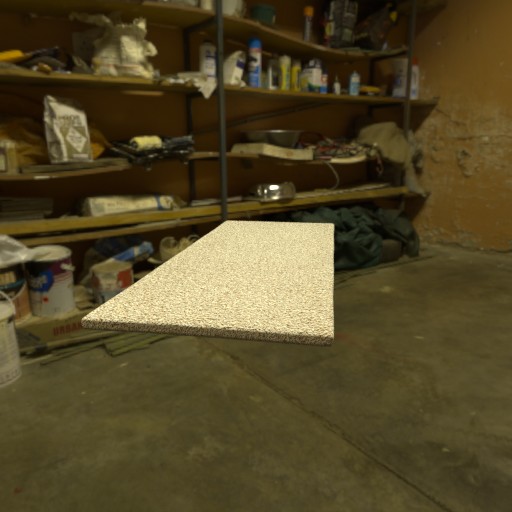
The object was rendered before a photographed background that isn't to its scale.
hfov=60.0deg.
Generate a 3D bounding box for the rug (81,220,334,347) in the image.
[{"bbox_3d":[0.000,0.000,1.755,0.609,0.030,1.524,2,14,9],"label":"rug"}]
